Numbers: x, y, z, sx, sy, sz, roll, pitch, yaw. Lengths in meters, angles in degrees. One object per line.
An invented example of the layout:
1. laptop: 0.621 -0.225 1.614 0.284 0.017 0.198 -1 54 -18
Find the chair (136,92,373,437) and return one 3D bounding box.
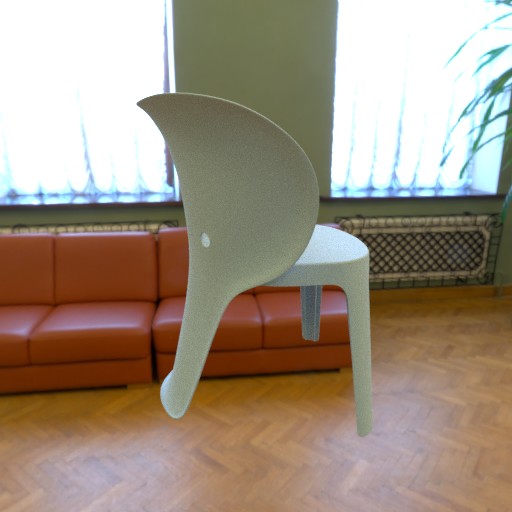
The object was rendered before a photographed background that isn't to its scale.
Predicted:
1. chair: 0.000 0.000 0.841 0.402 0.554 0.451 -2 16 -8
